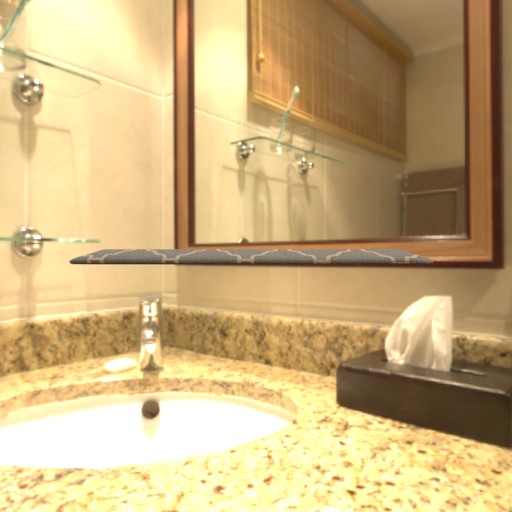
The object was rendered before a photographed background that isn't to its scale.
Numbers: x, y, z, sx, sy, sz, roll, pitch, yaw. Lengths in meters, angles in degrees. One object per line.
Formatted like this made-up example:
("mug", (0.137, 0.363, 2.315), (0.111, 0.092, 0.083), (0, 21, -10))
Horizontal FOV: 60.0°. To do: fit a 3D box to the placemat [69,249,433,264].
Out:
("placemat", (0.000, 0.000, 0.967), (0.508, 0.021, 0.762), (0, 0, 1))
